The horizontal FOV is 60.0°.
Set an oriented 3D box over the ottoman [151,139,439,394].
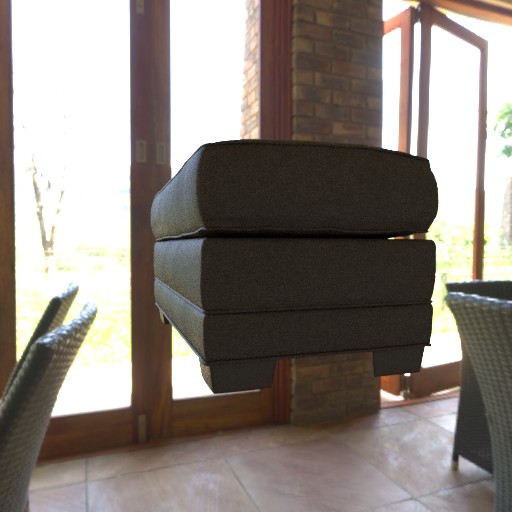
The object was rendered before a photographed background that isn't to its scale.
[{"bbox_3d":[0.000,0.000,1.183,0.490,0.448,0.864,0,1,-18],"label":"ottoman"}]
